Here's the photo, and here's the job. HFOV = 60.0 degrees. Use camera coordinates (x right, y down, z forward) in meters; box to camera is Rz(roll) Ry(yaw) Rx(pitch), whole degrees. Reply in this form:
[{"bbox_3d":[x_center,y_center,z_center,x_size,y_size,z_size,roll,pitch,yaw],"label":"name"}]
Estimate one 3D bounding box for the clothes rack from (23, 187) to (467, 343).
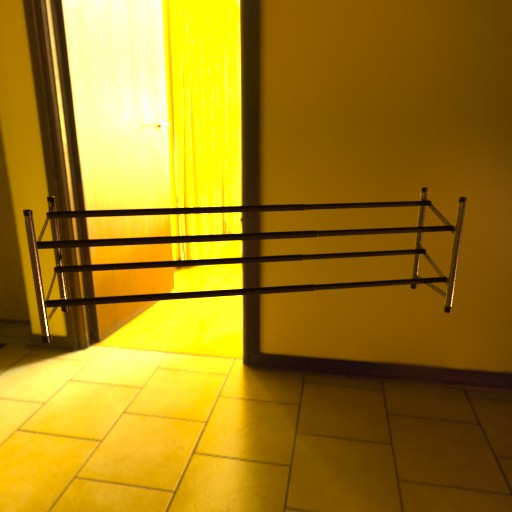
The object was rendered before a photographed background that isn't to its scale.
[{"bbox_3d":[0.000,0.000,1.299,1.168,0.349,0.229,-3,17,-9],"label":"clothes rack"}]
